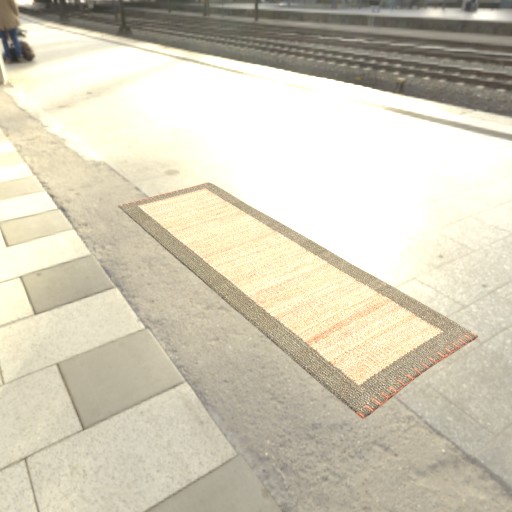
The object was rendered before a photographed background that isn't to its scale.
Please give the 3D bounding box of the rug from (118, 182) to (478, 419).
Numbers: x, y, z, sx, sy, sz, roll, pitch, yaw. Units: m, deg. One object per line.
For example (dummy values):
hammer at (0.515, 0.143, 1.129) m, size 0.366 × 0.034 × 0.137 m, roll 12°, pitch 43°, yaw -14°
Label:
rug at (0.000, 0.000, 2.699) m, size 0.810 × 0.016 × 2.413 m, roll -21°, pitch 37°, yaw -31°
